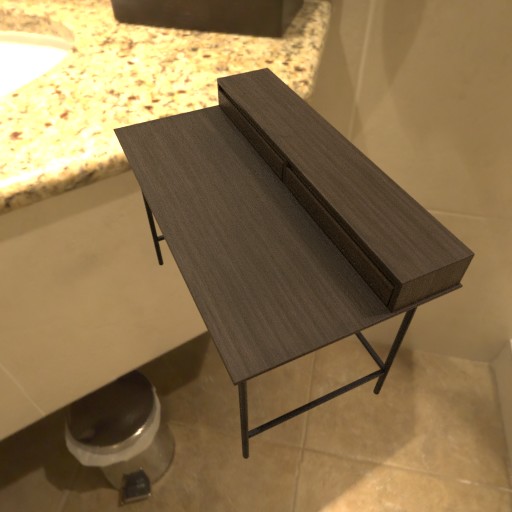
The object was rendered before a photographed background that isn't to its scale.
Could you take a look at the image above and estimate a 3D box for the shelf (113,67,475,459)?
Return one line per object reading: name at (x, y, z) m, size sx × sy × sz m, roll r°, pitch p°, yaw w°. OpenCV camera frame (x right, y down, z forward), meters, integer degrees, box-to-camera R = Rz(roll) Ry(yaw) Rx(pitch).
shelf at (0.000, 0.000, 1.719) m, size 0.685 × 0.865 × 1.212 m, roll -19°, pitch 50°, yaw -17°
